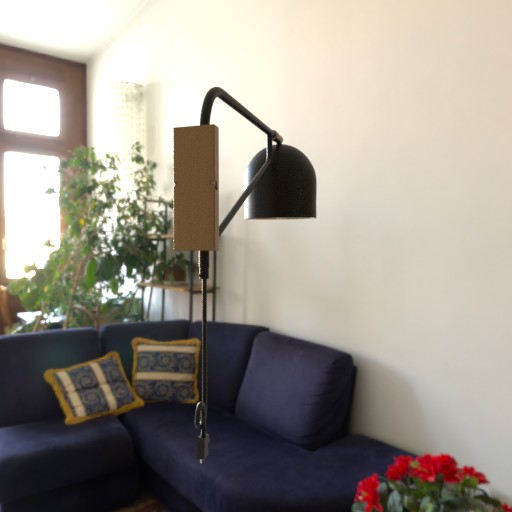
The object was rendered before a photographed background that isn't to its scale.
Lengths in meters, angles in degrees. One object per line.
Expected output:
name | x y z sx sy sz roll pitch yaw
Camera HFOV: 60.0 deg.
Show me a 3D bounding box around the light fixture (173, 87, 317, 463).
light fixture | 0.000 0.000 1.075 0.215 0.696 0.720 0 1 16
